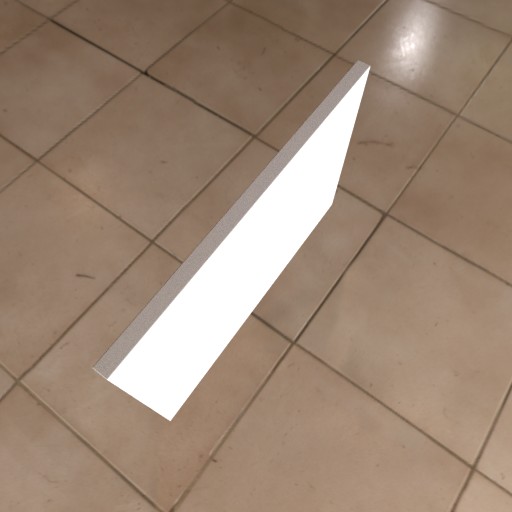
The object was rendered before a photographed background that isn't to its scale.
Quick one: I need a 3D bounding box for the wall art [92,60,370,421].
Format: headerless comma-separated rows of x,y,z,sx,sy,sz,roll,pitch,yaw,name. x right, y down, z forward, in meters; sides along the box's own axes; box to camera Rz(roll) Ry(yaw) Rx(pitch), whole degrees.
0.000,0.000,1.165,0.038,0.601,0.898,32,68,15,wall art
